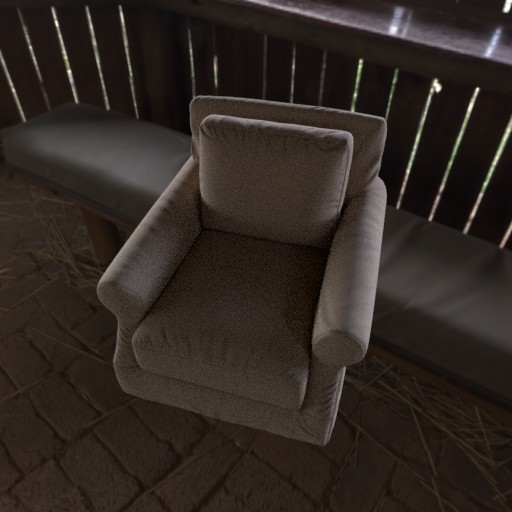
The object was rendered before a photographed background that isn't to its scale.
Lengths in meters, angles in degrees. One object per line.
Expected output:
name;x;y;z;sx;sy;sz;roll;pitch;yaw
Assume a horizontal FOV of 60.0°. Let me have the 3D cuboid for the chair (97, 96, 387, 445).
chair;0.000;0.000;1.764;0.940;0.866;1.066;11;43;12
